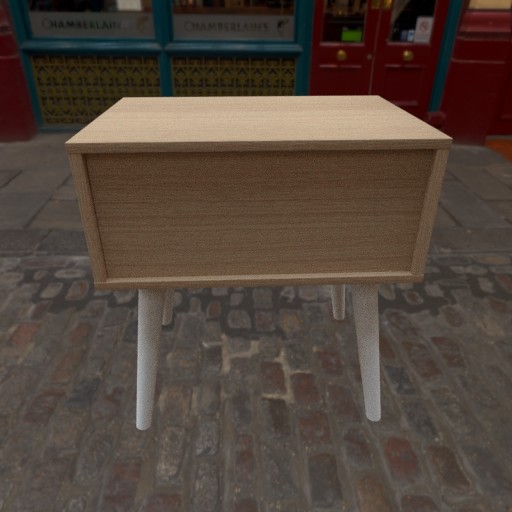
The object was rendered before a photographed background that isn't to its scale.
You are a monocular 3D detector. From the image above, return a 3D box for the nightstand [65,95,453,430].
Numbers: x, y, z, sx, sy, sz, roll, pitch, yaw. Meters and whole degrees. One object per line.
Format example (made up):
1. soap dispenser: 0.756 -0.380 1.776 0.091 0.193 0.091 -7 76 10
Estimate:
1. nightstand: 0.000 0.000 0.976 0.571 0.610 0.407 -1 29 -2
